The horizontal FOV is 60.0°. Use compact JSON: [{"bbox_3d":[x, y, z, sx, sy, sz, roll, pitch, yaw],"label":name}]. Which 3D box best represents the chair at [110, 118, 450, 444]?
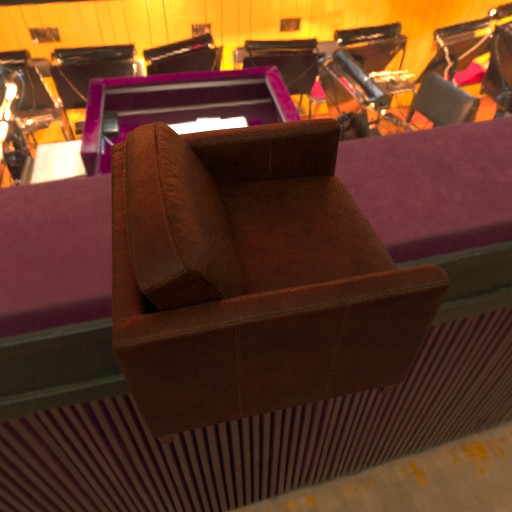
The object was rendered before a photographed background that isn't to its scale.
[{"bbox_3d":[0.000,0.000,1.711,0.975,0.864,0.990,-9,47,-9],"label":"chair"}]
